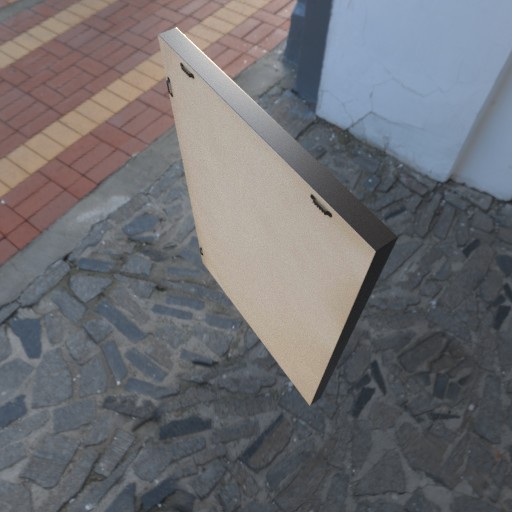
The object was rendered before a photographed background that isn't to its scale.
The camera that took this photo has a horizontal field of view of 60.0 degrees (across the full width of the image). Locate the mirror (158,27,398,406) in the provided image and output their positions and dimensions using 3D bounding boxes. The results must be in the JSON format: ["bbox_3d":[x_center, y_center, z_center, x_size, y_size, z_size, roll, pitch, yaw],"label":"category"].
[{"bbox_3d":[0.000,0.000,0.909,0.040,0.710,0.507,-31,63,-18],"label":"mirror"}]
